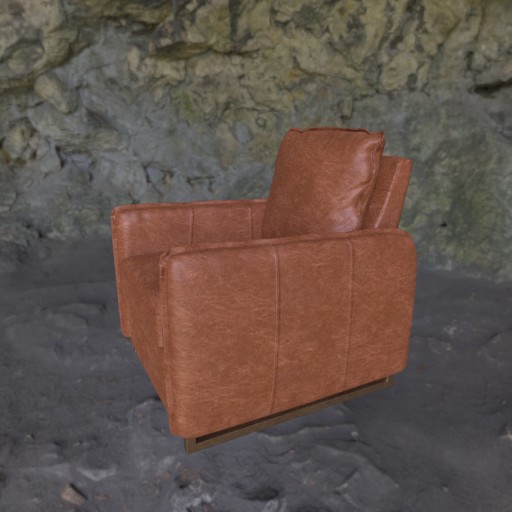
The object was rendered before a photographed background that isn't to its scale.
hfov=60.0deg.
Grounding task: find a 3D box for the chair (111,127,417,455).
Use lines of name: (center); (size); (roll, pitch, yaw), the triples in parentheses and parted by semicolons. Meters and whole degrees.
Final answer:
chair: (0.000, 0.000, 1.649); (0.922, 0.922, 0.830); (-8, 18, -26)
